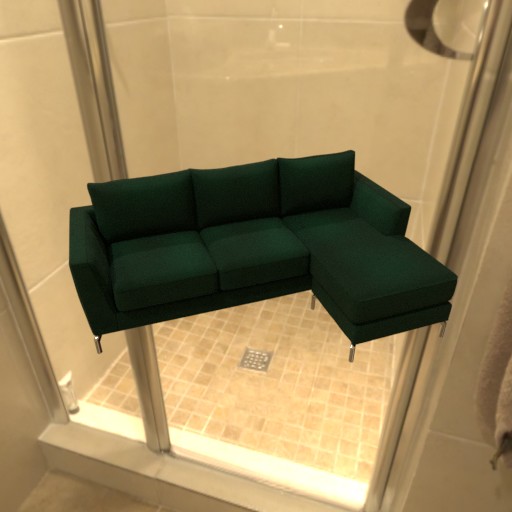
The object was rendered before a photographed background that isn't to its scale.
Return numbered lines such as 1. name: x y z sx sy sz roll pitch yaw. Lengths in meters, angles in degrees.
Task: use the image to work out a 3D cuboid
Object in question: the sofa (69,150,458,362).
1. sofa: 0.000 0.000 3.190 2.441 1.007 1.489 -10 33 -17
